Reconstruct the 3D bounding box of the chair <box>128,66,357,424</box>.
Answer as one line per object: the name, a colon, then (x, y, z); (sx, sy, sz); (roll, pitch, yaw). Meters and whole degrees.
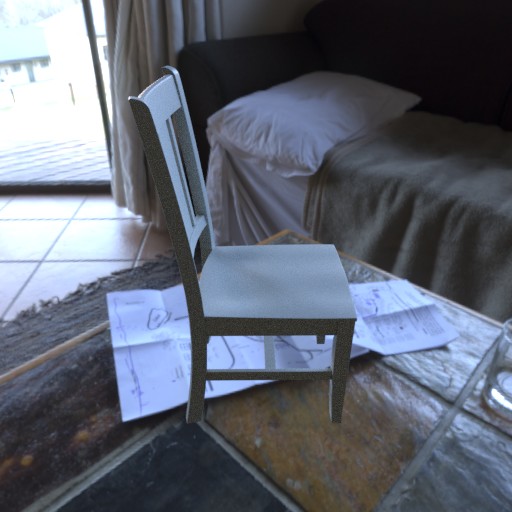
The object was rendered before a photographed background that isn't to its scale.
chair: (0.000, 0.000, 1.328); (0.555, 0.998, 0.450); (0, 31, 0)
